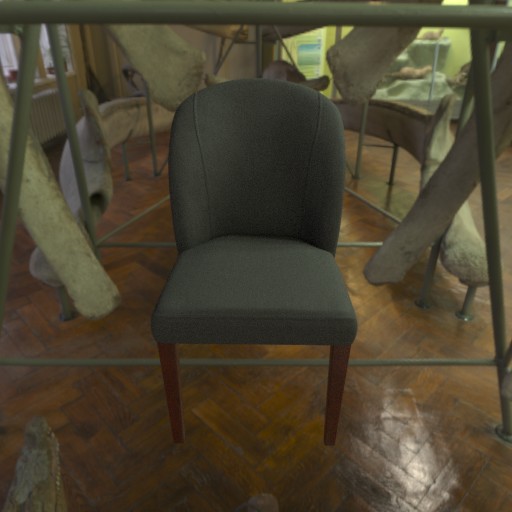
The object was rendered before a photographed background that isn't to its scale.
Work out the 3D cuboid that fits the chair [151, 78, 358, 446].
[{"bbox_3d":[0.000,0.000,1.267,0.506,0.879,0.619,0,29,1],"label":"chair"}]
